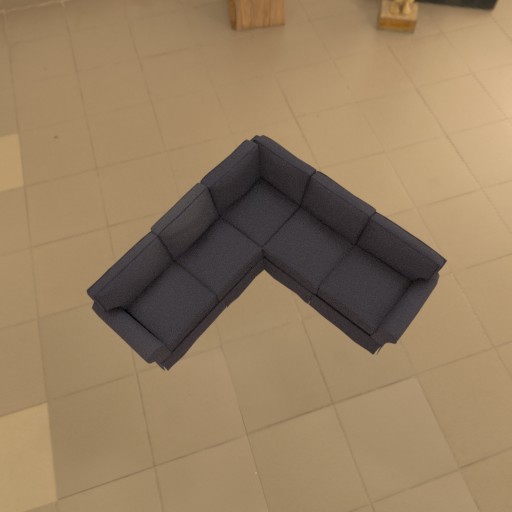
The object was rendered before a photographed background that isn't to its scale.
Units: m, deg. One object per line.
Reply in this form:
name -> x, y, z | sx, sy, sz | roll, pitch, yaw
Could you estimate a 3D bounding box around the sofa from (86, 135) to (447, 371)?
sofa -> 0.000, 0.000, 5.102 | 3.773, 1.169, 2.874 | -16, 65, -8
